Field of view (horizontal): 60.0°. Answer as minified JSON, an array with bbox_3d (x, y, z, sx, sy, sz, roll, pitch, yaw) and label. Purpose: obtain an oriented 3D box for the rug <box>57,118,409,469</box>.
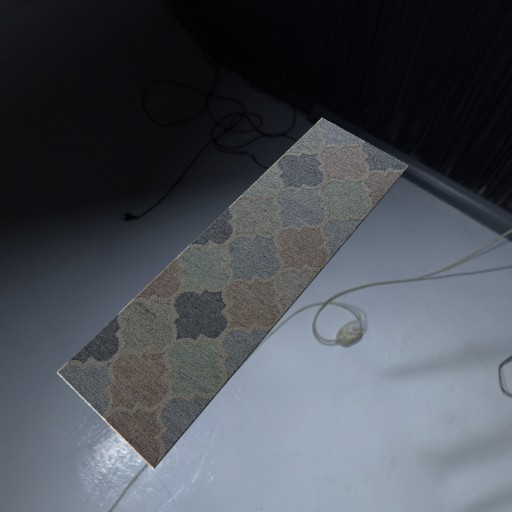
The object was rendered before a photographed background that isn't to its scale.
[{"bbox_3d":[0.000,0.000,2.532,0.687,0.011,2.287,35,66,18],"label":"rug"}]
